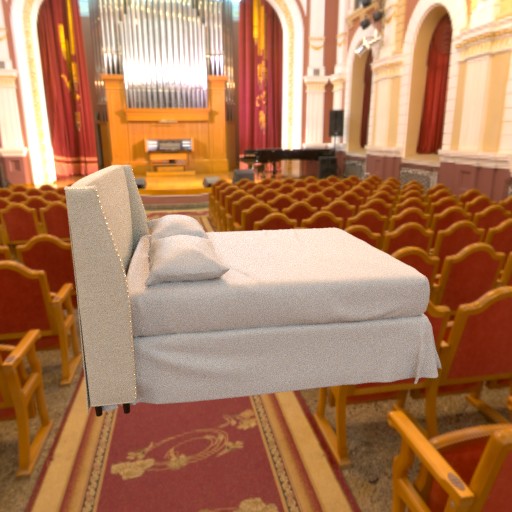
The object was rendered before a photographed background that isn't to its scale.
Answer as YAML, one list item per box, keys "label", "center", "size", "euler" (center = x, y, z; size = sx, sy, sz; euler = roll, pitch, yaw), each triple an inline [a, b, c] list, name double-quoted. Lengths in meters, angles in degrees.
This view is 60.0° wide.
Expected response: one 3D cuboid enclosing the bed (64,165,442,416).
- label: "bed"
  center: [0.000, 0.000, 3.426]
  size: [2.276, 1.332, 1.925]
  euler: [-3, 15, -10]
